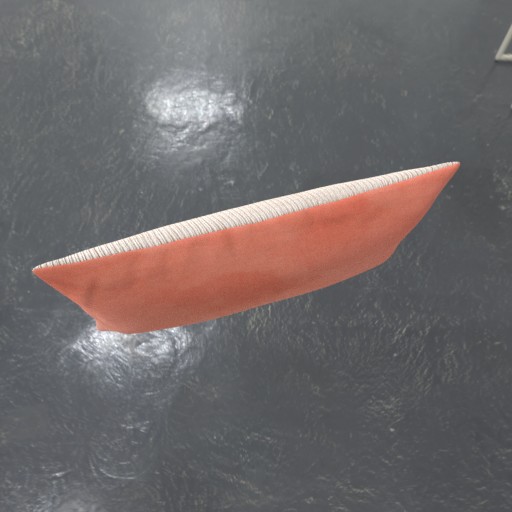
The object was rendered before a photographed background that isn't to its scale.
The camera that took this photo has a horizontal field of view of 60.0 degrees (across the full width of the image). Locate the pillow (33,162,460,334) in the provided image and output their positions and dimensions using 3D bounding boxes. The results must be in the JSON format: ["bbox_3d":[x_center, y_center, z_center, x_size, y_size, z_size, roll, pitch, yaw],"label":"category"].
[{"bbox_3d":[0.000,0.000,0.741,0.608,0.307,0.155,-15,60,-9],"label":"pillow"}]
